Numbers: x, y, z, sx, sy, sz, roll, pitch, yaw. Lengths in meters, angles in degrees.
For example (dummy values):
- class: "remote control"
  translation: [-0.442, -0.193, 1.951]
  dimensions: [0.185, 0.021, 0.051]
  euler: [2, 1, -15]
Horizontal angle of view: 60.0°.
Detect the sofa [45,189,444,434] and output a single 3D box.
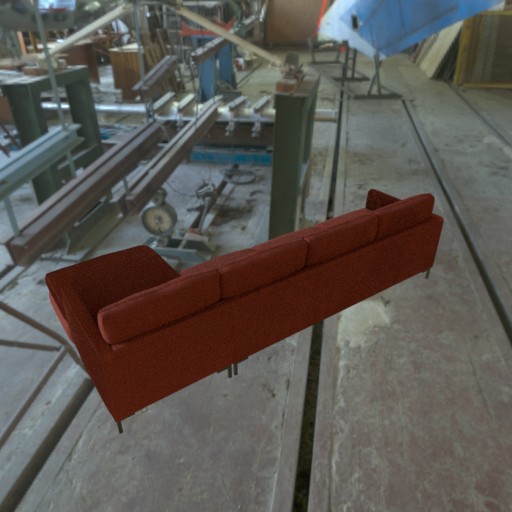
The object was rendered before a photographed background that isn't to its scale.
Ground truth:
- class: "sofa"
  translation: [0.000, 0.000, 3.527]
  dimensions: [2.932, 0.810, 1.350]
  euler: [-20, 36, -29]
